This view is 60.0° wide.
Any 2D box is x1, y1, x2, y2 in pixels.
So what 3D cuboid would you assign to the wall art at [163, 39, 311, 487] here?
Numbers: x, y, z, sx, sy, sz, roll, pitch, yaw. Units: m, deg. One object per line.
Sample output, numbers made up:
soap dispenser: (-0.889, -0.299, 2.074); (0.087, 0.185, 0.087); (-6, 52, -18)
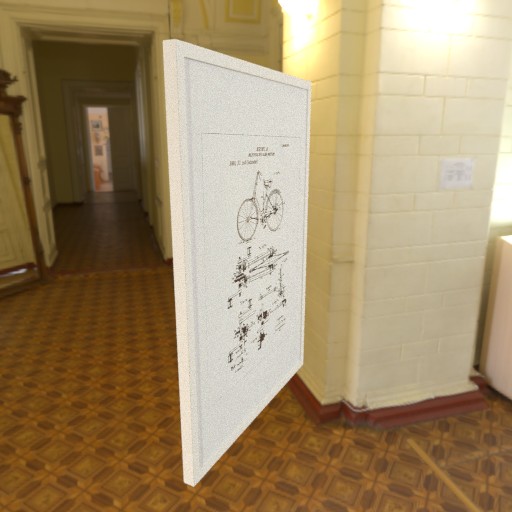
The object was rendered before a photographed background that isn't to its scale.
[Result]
wall art: (0.000, 0.000, 0.600); (0.015, 0.477, 0.332); (8, 16, 27)
